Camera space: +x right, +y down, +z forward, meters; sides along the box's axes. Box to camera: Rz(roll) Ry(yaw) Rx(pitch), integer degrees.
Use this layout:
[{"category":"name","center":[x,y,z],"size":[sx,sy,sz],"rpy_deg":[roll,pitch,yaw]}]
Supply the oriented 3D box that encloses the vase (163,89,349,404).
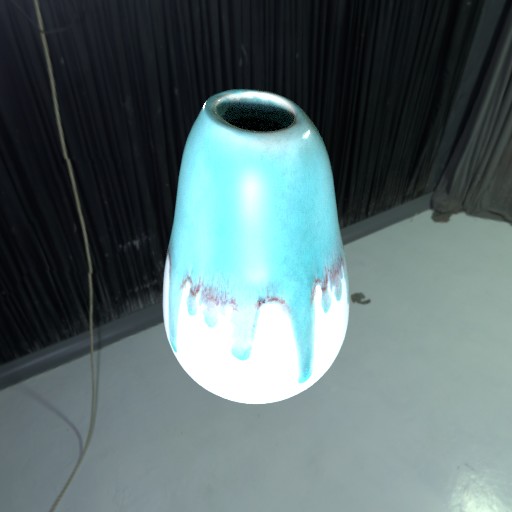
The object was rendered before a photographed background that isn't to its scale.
[{"category":"vase","center":[0.000,0.000,0.256],"size":[0.116,0.179,0.116],"rpy_deg":[0,40,0]}]
